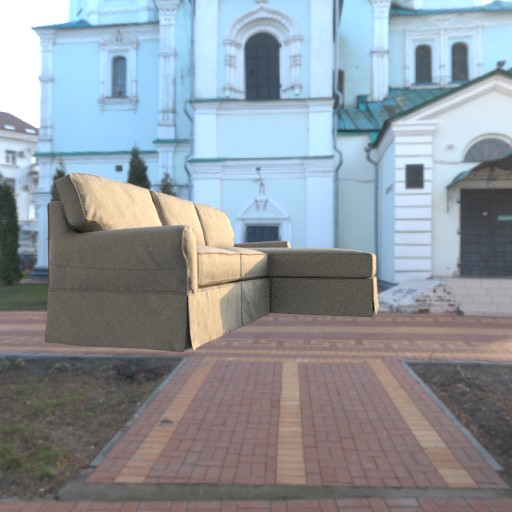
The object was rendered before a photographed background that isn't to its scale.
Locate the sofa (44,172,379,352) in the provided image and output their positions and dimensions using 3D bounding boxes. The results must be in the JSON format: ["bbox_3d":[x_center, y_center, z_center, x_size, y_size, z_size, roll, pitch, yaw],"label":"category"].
[{"bbox_3d":[0.000,0.000,3.354,1.733,0.978,2.475,0,0,17],"label":"sofa"}]
